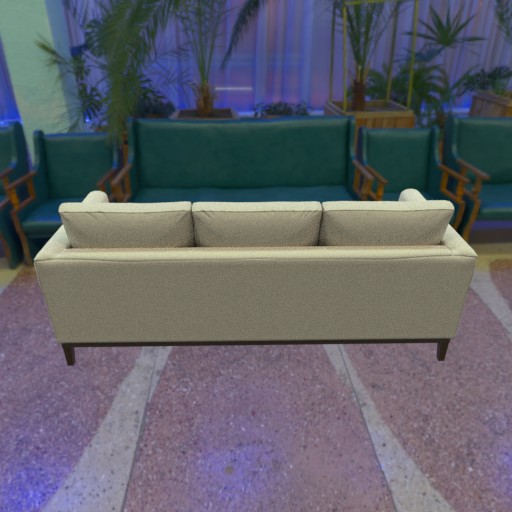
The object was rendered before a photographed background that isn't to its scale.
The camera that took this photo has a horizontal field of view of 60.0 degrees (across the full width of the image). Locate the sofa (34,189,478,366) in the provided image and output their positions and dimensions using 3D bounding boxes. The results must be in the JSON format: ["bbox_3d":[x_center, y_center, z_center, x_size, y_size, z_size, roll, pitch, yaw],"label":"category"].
[{"bbox_3d":[0.000,0.000,2.647,2.198,0.911,0.902,-1,29,-1],"label":"sofa"}]
